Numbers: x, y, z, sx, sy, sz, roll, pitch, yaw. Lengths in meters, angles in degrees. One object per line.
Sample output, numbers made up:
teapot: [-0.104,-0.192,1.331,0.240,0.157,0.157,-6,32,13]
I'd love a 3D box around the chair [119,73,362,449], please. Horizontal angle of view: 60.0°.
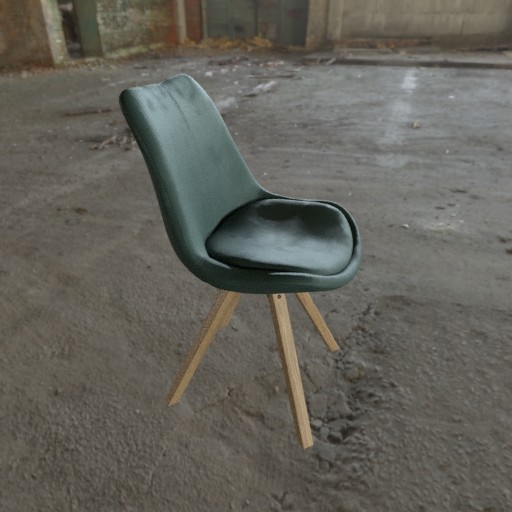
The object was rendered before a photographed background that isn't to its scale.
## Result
chair: [0.000,0.000,1.194,0.547,0.865,0.483,10,31,16]
